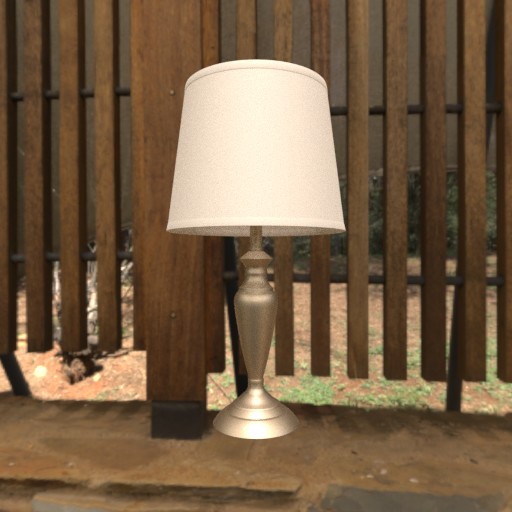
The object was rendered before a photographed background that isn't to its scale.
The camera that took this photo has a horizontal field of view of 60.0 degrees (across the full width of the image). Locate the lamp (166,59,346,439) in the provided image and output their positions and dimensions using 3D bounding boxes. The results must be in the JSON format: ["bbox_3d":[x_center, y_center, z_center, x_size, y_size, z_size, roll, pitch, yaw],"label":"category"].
[{"bbox_3d":[0.000,0.000,0.828,0.328,0.619,0.328,0,0,0],"label":"lamp"}]
